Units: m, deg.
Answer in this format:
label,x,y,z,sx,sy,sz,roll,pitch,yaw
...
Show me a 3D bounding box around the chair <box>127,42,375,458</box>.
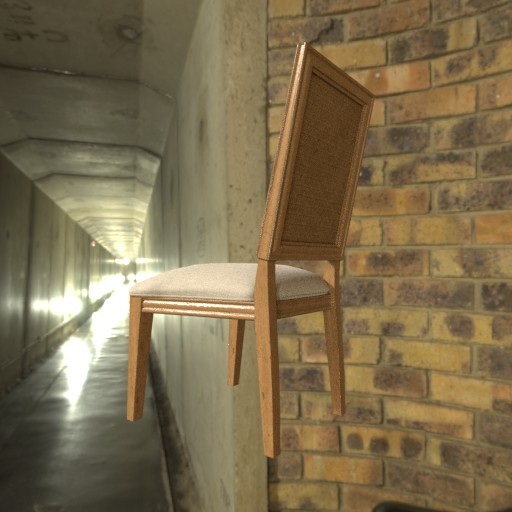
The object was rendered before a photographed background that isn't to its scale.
label,x,y,z,sx,sy,sz,roll,pitch,yaw
chair,0.000,0.000,1.362,0.601,0.988,0.536,0,-1,37
